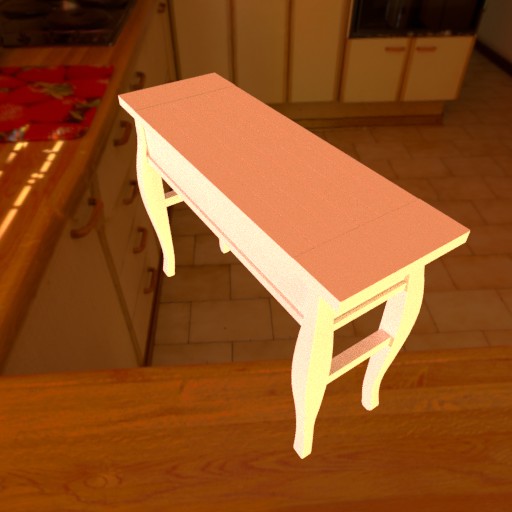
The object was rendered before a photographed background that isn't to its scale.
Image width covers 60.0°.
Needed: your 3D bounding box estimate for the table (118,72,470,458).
[{"bbox_3d":[0.000,0.000,1.425,0.373,0.768,1.062,-24,48,-24],"label":"table"}]
